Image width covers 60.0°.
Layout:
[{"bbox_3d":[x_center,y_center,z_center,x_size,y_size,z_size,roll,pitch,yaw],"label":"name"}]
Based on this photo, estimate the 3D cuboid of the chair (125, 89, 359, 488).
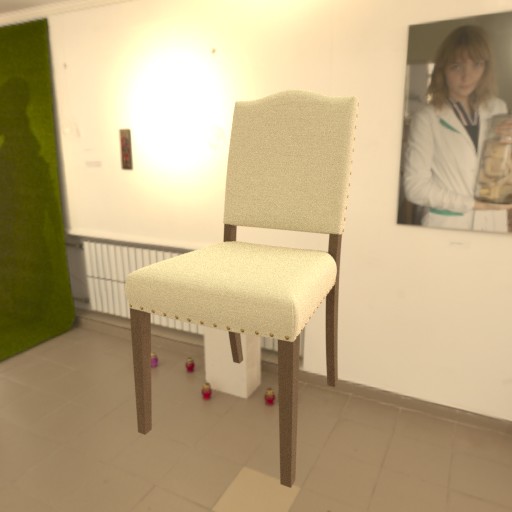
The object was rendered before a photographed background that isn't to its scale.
[{"bbox_3d":[0.000,0.000,1.358,0.508,1.015,0.619,7,16,26],"label":"chair"}]
